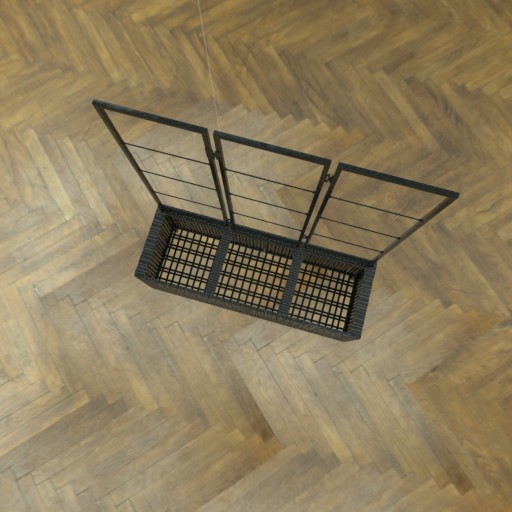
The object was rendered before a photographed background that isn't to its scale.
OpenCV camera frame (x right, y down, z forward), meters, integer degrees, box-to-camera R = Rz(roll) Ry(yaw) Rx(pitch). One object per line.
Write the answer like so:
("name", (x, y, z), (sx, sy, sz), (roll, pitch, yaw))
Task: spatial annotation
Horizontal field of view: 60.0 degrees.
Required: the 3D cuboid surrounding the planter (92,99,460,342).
("planter", (0.000, 0.000, 1.166), (0.699, 0.841, 0.244), (15, 78, 3))
